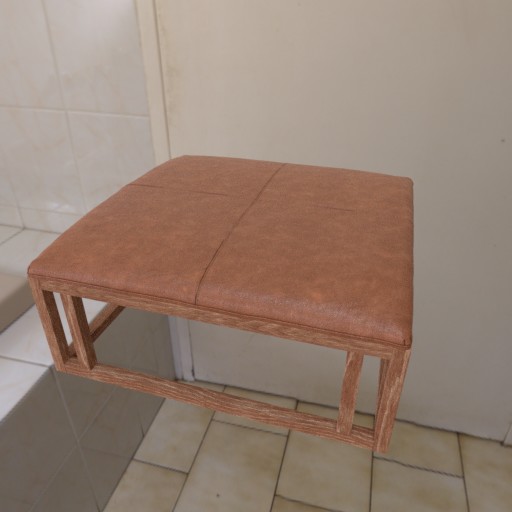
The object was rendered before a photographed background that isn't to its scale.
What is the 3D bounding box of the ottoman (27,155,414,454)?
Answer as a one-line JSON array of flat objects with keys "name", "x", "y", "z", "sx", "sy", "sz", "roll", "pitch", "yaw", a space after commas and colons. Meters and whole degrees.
[{"name": "ottoman", "x": 0.000, "y": 0.000, "z": 1.570, "sx": 1.016, "sy": 0.442, "sz": 1.013, "roll": 9, "pitch": 32, "yaw": 15}]
